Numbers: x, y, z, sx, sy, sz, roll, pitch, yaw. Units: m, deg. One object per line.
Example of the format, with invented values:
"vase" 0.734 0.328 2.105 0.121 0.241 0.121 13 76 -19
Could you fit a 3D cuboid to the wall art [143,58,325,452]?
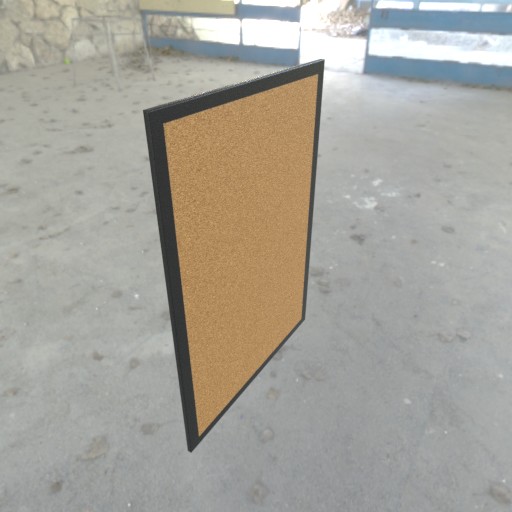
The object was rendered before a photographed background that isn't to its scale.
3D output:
"wall art" 0.000 0.000 1.280 0.013 0.967 0.707 19 37 28
